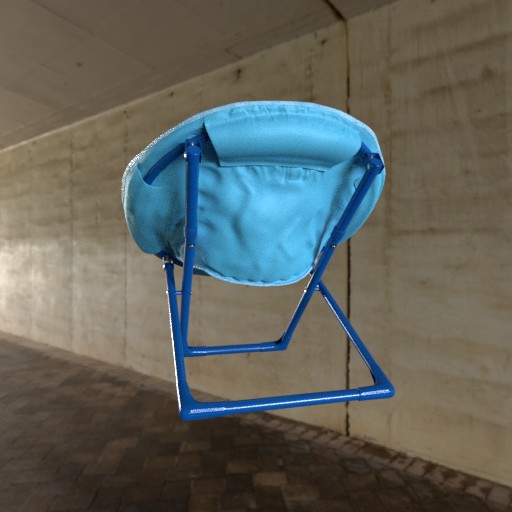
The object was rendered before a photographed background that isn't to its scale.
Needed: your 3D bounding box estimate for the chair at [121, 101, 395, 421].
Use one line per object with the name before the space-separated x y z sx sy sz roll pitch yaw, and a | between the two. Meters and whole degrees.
chair | 0.000 0.000 0.897 0.520 0.478 0.465 0 1 -17
